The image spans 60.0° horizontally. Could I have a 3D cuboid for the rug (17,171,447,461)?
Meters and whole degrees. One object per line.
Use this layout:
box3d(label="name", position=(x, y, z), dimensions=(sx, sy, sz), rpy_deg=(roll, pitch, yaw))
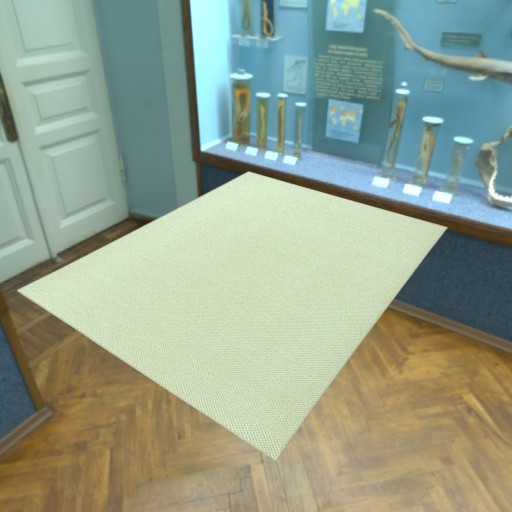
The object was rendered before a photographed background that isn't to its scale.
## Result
box3d(label="rug", position=(0.000, 0.000, 3.918), dimensions=(2.462, 0.018, 3.039), rpy_deg=(21, 39, 30))
